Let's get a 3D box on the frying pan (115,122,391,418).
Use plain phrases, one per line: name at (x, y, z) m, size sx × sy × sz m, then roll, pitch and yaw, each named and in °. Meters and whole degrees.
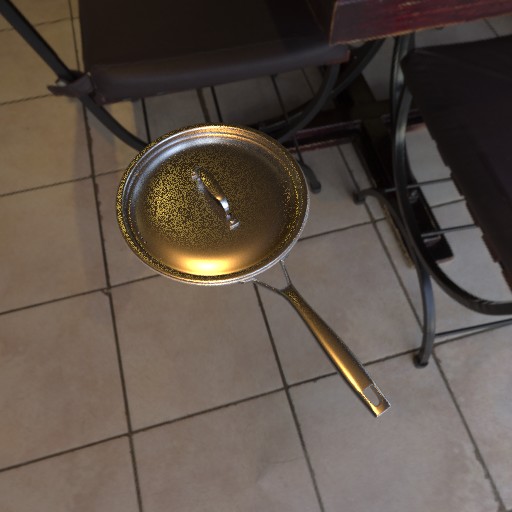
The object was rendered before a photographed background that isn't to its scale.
frying pan at (0.000, 0.000, 0.594) m, size 0.272 × 0.086 × 0.490 m, roll -31°, pitch 67°, yaw -15°
